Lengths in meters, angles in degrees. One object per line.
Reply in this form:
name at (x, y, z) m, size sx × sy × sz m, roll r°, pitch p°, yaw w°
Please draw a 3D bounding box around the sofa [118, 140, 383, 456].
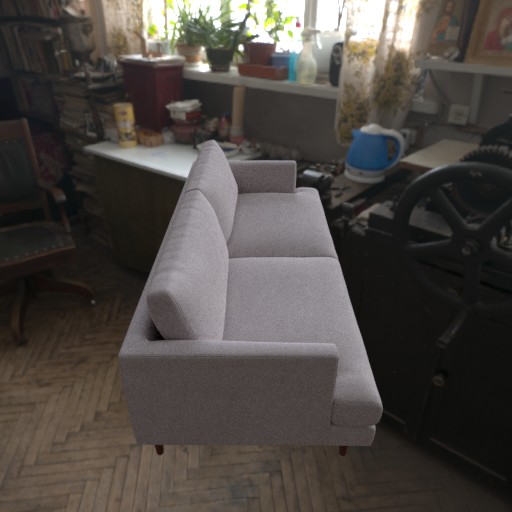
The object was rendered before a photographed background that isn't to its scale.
sofa at (0.000, 0.000, 2.691) m, size 1.020 × 0.868 × 2.250 m, roll 0°, pitch 31°, yaw 0°
